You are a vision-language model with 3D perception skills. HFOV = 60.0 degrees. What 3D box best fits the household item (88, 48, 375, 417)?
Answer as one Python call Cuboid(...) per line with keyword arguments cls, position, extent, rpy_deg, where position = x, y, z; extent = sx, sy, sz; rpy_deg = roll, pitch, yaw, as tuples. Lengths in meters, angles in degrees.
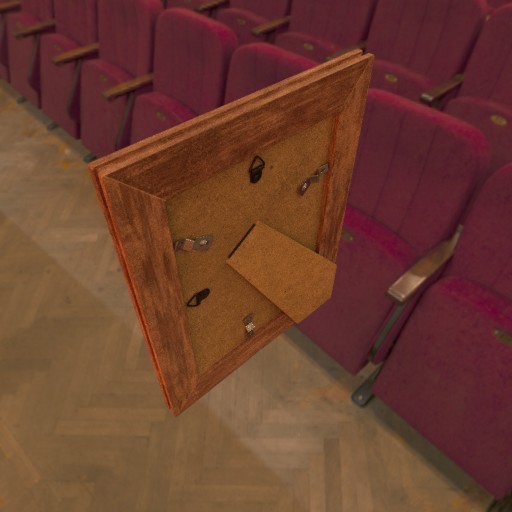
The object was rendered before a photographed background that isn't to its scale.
Cuboid(cls="household item", position=(0.000, 0.000, 0.318), extent=(0.186, 0.237, 0.018), rpy_deg=(-33, 55, -28))
